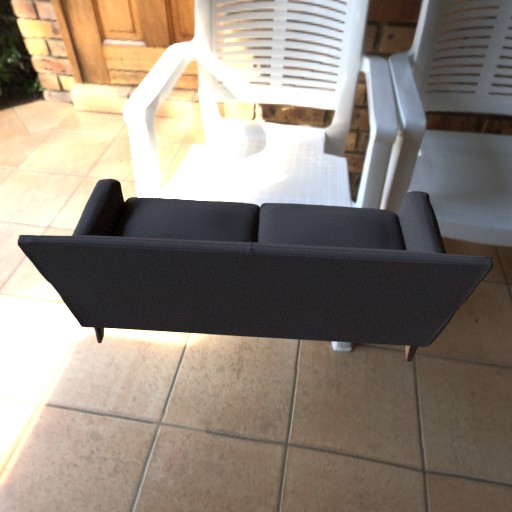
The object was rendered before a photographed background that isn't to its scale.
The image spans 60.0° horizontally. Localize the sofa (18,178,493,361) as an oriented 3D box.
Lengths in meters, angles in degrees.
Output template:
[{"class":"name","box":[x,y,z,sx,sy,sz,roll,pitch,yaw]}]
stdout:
[{"class":"sofa","box":[0.000,0.000,2.441,2.002,0.907,0.843,3,46,3]}]
